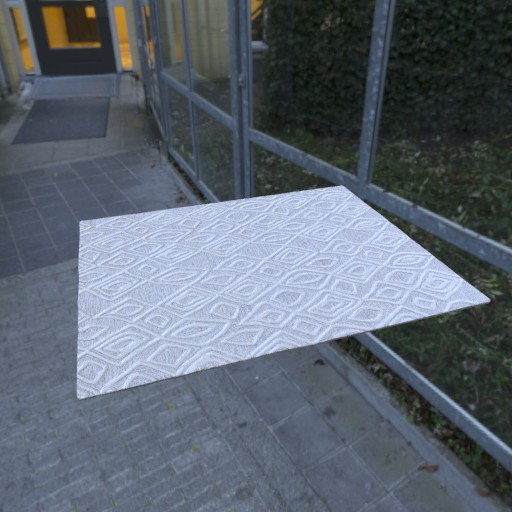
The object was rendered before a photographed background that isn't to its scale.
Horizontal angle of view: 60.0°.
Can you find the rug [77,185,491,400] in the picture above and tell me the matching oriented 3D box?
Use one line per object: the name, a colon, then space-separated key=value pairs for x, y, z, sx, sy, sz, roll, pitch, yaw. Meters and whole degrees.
rug: x=0.000 y=0.000 z=4.012 sx=3.049 sy=0.025 sz=2.449 roll=-10 pitch=33 yaw=-16
